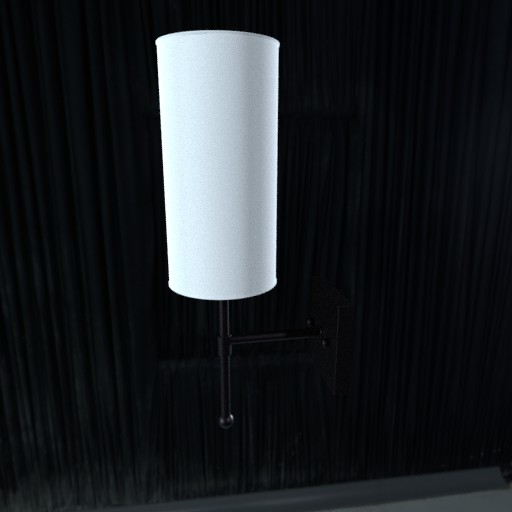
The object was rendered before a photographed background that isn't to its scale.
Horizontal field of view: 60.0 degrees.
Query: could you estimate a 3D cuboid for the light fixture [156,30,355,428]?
[{"bbox_3d":[0.000,0.000,0.530,0.208,0.462,0.128,-3,15,-10],"label":"light fixture"}]
